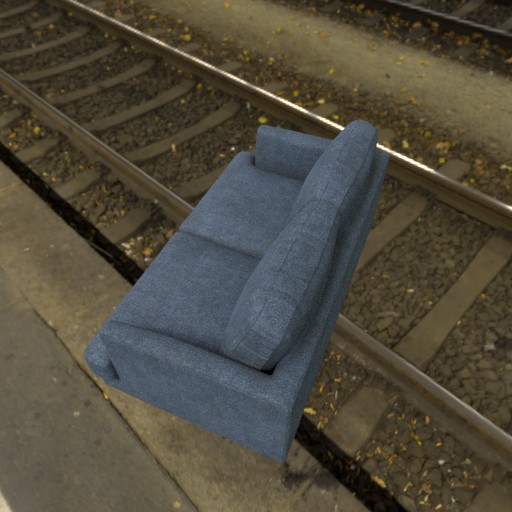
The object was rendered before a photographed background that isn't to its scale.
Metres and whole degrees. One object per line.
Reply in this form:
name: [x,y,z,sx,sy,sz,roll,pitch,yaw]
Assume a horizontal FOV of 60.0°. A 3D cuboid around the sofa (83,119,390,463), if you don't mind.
sofa: [0.000,0.000,2.166,0.903,0.944,1.582,18,50,15]
